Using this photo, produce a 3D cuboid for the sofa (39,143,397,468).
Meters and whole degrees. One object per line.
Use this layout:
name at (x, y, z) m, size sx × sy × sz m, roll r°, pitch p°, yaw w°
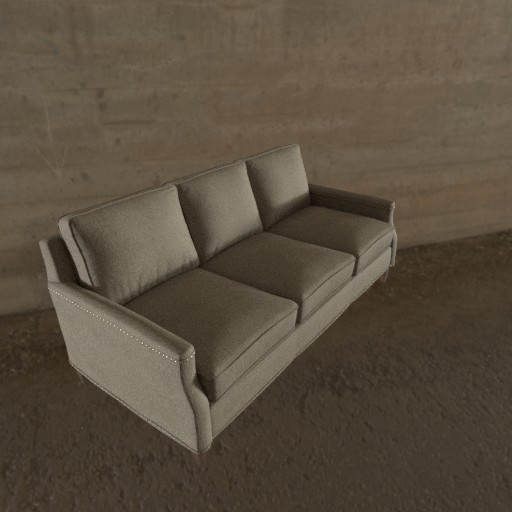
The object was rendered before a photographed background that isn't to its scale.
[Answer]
sofa at (0.000, 0.000, 2.814) m, size 1.084 × 1.003 × 2.246 m, roll 18°, pitch 32°, yaw 32°
